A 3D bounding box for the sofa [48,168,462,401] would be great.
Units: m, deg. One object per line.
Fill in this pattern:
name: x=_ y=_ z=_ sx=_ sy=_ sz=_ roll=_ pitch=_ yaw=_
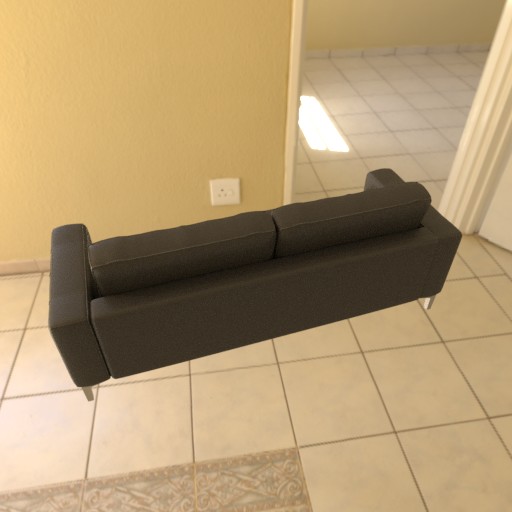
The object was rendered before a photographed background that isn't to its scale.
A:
sofa: x=0.000 y=0.000 z=2.679 sx=2.275 sy=0.893 sz=0.833 roll=-12 pitch=42 yaw=-14
